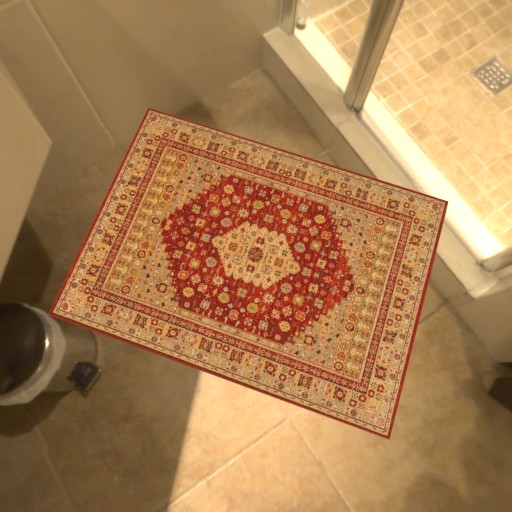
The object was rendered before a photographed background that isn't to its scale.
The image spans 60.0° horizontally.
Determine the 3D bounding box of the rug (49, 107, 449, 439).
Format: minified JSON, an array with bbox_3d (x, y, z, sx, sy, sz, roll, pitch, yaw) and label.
[{"bbox_3d":[0.000,0.000,2.900,2.211,0.013,1.593,19,75,5],"label":"rug"}]
